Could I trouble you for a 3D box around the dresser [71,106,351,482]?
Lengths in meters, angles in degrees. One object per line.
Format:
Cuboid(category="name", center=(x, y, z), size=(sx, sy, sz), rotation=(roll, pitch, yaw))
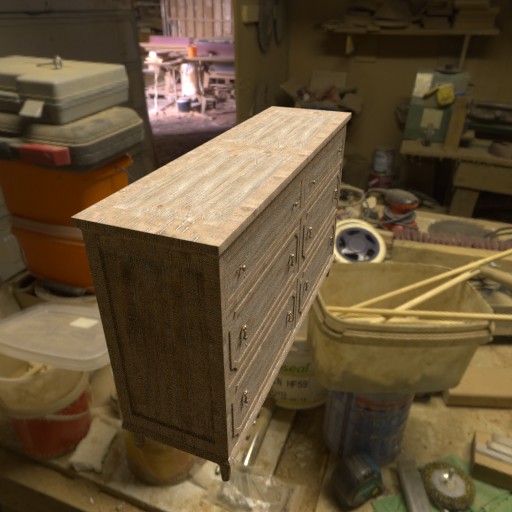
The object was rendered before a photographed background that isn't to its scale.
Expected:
Cuboid(category="dresser", center=(0.000, 0.000, 2.067), size=(0.457, 1.016, 1.626), rotation=(11, 32, 19))
